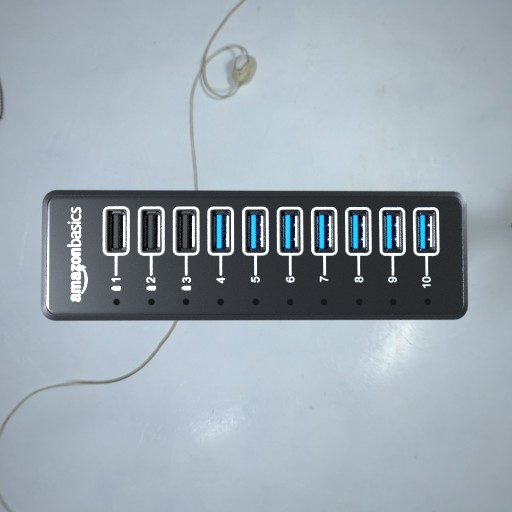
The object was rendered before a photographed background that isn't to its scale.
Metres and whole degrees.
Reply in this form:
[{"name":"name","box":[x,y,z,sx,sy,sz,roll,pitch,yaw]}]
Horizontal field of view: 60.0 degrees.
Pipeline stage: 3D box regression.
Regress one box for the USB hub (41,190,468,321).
[{"name":"USB hub","box":[0.000,0.000,0.161,0.145,0.023,0.044,0,89,-1]}]
